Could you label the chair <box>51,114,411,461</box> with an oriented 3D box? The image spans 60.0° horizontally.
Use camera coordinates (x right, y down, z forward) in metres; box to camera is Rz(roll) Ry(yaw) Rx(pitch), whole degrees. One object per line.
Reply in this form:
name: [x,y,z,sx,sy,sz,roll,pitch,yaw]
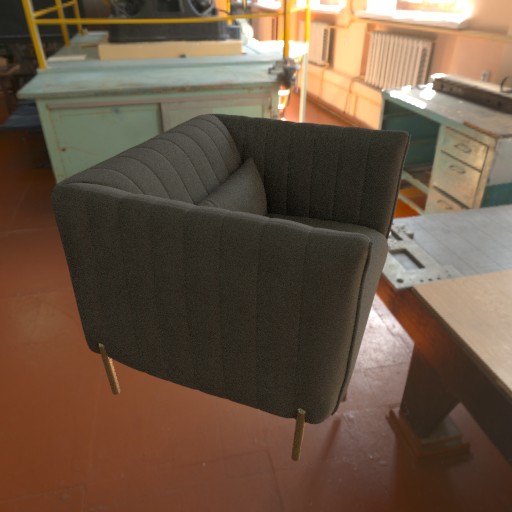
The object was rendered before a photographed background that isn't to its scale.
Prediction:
chair: [0.000,0.000,1.601,0.873,0.779,0.981,12,33,18]
